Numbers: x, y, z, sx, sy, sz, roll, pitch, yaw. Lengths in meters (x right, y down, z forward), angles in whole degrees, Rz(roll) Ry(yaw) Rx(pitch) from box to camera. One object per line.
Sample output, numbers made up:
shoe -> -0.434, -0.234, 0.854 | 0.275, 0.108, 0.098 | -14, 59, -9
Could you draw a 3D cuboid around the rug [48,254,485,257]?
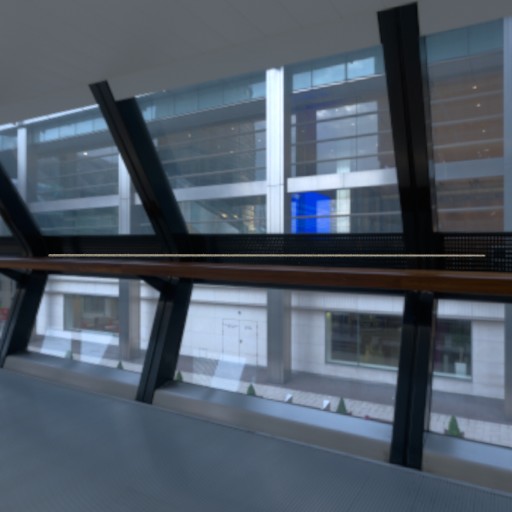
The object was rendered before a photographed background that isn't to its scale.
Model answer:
rug -> 0.000, 0.000, 2.355 | 1.828, 0.007, 1.220 | 0, 0, -16
